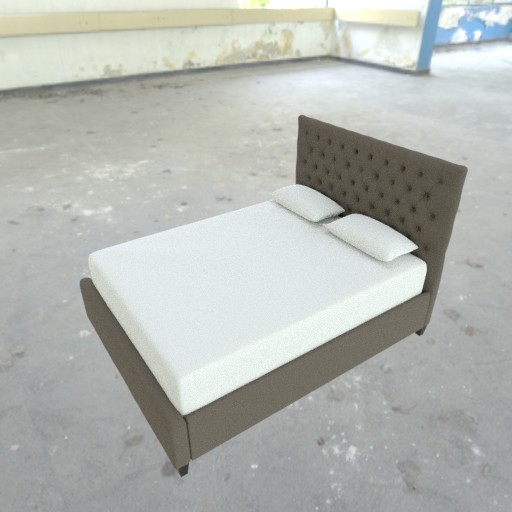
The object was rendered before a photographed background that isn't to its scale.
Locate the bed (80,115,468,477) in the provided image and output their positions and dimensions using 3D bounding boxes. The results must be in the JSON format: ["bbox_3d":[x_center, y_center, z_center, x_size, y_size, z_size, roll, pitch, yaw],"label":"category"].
[{"bbox_3d":[0.000,0.000,3.280,2.233,1.426,1.696,-20,36,-29],"label":"bed"}]
